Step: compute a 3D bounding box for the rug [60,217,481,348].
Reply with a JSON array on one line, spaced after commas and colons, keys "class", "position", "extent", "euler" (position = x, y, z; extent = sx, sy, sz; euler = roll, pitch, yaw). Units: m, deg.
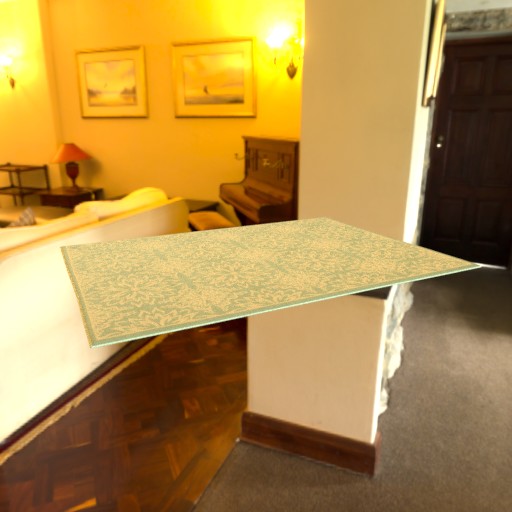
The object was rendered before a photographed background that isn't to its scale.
[{"class": "rug", "position": [0.000, 0.000, 2.831], "extent": [2.205, 0.014, 1.589], "euler": [-8, 19, -26]}]
